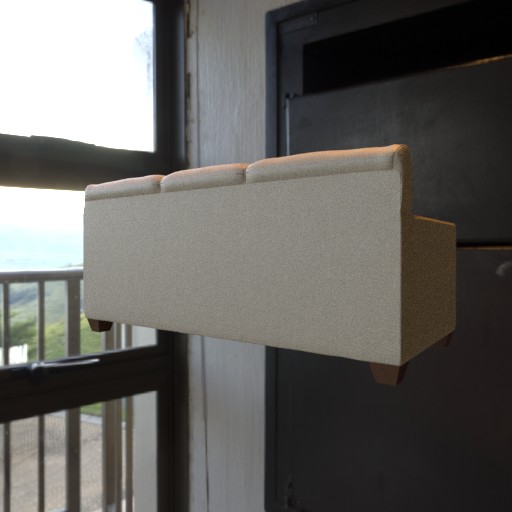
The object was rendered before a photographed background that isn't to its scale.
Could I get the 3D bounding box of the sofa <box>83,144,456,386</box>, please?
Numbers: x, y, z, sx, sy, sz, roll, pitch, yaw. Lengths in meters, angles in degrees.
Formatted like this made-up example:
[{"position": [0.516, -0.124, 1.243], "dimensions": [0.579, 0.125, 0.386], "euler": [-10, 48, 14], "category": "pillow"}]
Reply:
[{"position": [0.000, 0.000, 2.602], "dimensions": [2.024, 0.958, 0.997], "euler": [1, 1, 36], "category": "sofa"}]
